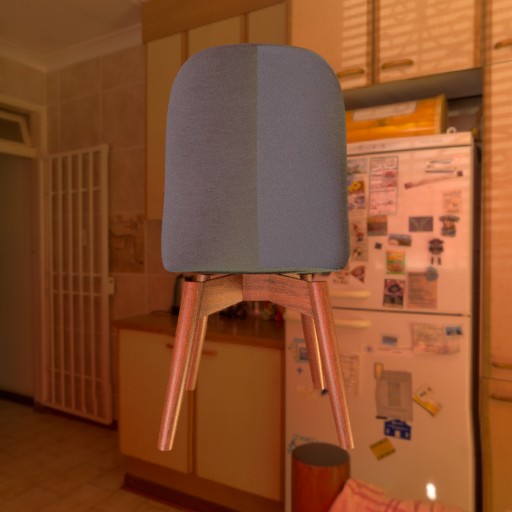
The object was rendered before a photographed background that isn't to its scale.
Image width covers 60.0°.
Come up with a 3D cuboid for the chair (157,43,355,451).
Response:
[{"bbox_3d":[0.000,0.000,1.205,0.503,0.882,0.589,0,1,-1],"label":"chair"}]
